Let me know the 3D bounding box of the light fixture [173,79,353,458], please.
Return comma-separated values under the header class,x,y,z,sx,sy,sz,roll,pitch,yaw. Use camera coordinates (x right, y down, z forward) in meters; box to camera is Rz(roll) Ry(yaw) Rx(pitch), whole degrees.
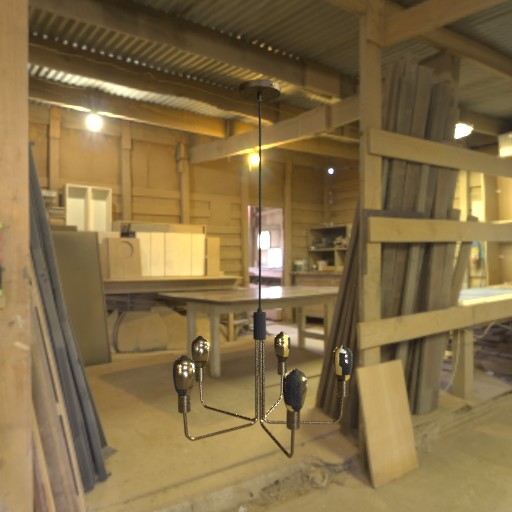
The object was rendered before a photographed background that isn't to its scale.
class,x,y,z,sx,sy,sz,roll,pitch,yaw
light fixture,0.000,0.000,1.367,0.532,1.059,0.588,0,0,-35
